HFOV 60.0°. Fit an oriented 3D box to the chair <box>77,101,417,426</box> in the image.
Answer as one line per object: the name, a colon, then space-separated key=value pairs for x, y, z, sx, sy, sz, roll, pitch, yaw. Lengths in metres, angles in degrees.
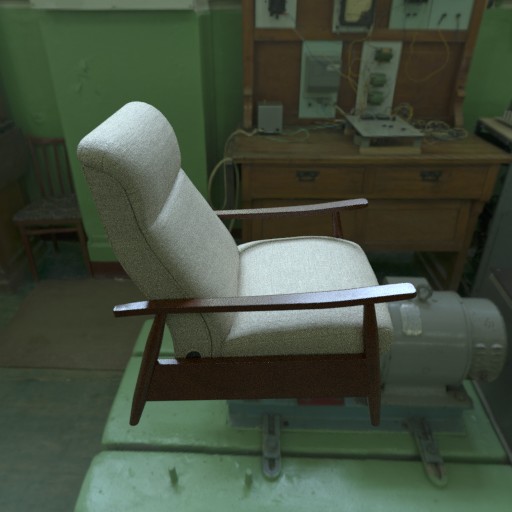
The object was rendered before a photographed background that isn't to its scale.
chair: x=0.000 y=0.000 z=1.749 sx=1.014 sy=1.082 sz=0.762 roll=0 pitch=30 yaw=0
